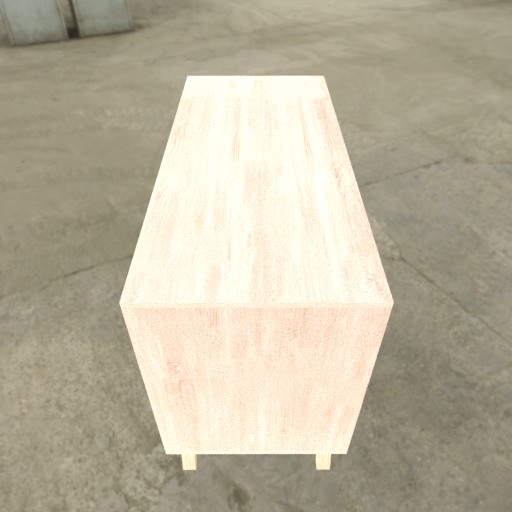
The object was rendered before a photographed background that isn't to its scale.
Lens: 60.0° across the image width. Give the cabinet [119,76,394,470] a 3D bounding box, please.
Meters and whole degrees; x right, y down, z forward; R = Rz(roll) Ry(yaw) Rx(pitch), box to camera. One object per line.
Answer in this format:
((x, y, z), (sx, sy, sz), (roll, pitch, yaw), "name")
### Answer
((0.000, 0.000, 1.480), (0.500, 0.780, 1.110), (0, 42, 0), "cabinet")
